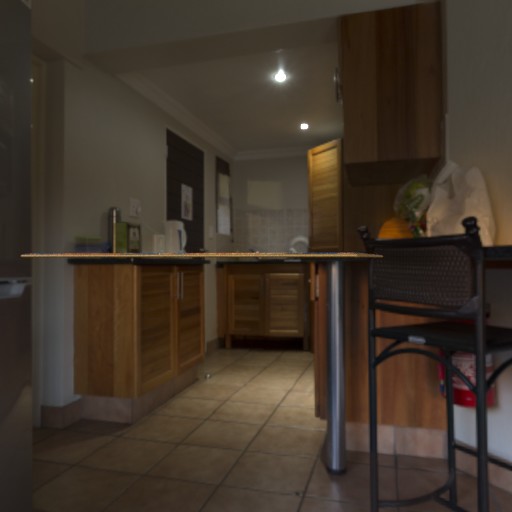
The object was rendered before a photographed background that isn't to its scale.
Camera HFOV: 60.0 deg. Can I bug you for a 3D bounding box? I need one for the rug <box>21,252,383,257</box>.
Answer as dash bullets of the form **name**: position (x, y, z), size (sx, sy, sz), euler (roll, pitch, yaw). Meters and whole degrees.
- **rug**: position (0.000, 0.000, 2.194), size (1.148, 0.013, 1.758), euler (0, 0, 18)
